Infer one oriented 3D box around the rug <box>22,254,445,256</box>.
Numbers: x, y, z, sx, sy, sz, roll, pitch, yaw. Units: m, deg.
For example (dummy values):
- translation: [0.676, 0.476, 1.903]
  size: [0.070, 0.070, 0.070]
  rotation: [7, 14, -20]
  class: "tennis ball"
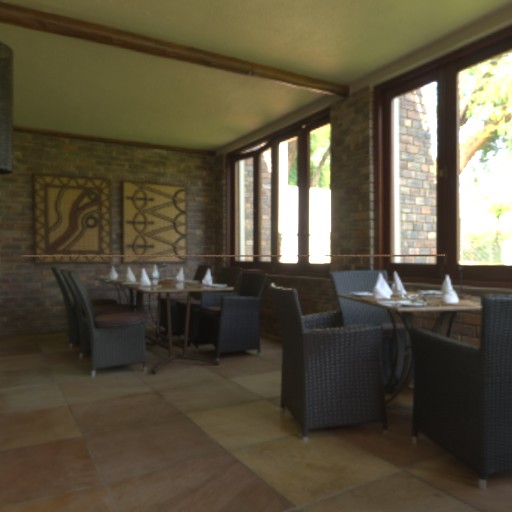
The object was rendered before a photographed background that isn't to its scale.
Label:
- translation: [0.000, 0.000, 4.117]
  size: [3.045, 0.011, 2.436]
  rotation: [0, 0, 18]
  class: "rug"
